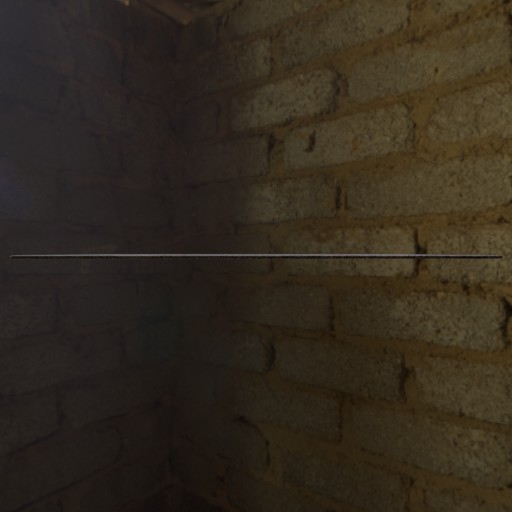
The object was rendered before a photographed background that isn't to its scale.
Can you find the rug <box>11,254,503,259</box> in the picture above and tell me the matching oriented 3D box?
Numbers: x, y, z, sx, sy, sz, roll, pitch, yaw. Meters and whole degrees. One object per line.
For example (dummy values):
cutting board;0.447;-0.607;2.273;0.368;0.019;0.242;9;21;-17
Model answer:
rug;0.000;0.000;2.134;1.752;0.013;1.158;0;0;0
